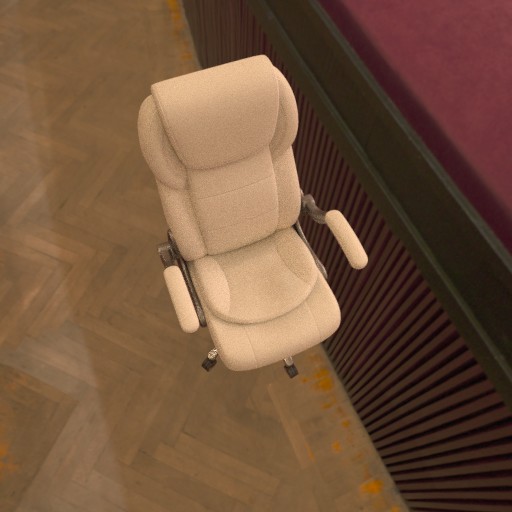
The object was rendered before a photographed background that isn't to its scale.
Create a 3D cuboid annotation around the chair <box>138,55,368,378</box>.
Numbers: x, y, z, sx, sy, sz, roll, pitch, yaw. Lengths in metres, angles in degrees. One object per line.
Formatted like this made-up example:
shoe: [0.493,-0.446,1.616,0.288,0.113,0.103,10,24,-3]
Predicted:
chair: [0.000,0.000,1.848,0.755,1.330,0.806,-20,64,-10]
